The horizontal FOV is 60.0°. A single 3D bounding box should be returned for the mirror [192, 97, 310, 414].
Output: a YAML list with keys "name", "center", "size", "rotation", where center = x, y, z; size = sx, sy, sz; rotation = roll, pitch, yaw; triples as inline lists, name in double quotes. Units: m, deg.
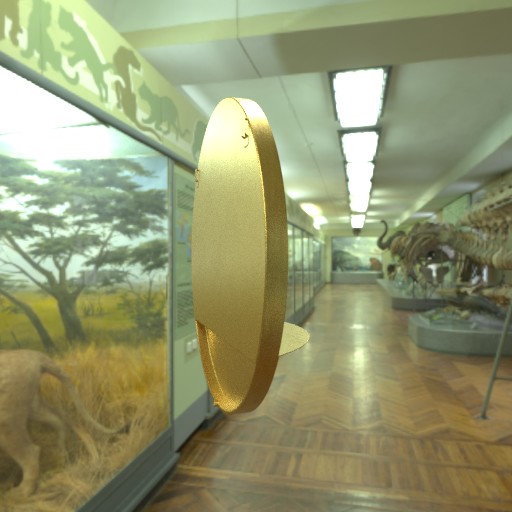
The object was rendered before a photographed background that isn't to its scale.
- name: "mirror"
  center: [0.000, 0.000, 0.693]
  size: [0.133, 0.457, 0.457]
  rotation: [0, 0, -18]
